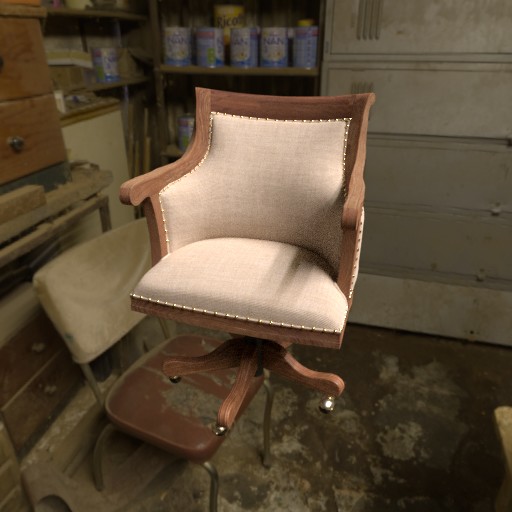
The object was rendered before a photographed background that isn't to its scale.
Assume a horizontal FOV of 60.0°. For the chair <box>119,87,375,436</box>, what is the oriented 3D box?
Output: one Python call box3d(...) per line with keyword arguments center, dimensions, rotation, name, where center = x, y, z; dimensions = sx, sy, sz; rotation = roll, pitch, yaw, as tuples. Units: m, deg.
box3d(center=(0.000, 0.000, 1.436), dimensions=(0.656, 0.965, 0.689), rotation=(8, 27, 16), name="chair")
